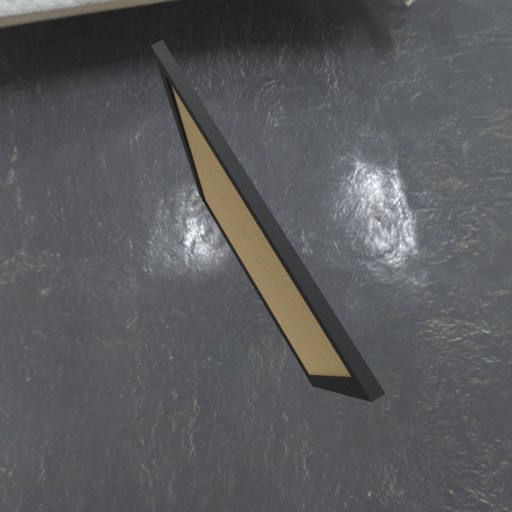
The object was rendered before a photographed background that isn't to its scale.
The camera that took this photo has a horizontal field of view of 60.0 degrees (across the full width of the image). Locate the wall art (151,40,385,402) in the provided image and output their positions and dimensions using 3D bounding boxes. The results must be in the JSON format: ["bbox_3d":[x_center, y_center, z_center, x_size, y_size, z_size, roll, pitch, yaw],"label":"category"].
[{"bbox_3d":[0.000,0.000,0.537,0.012,0.357,0.358,-29,77,-7],"label":"wall art"}]
